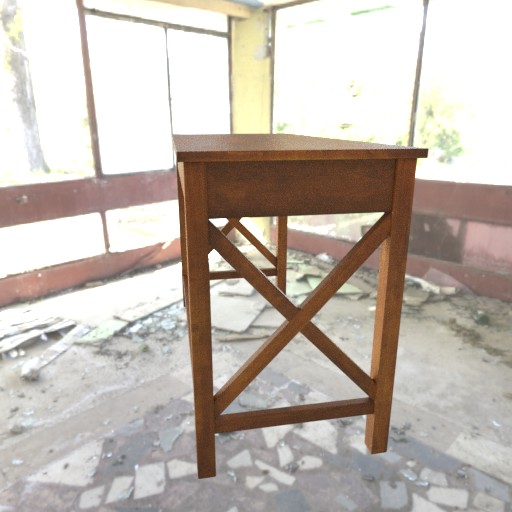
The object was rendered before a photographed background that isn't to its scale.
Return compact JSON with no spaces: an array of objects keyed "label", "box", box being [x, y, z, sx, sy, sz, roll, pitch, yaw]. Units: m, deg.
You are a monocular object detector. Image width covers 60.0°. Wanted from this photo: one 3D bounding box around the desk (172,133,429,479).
[{"label":"desk","box":[0.000,0.000,1.489,0.508,0.762,1.117,-3,17,-10]}]
